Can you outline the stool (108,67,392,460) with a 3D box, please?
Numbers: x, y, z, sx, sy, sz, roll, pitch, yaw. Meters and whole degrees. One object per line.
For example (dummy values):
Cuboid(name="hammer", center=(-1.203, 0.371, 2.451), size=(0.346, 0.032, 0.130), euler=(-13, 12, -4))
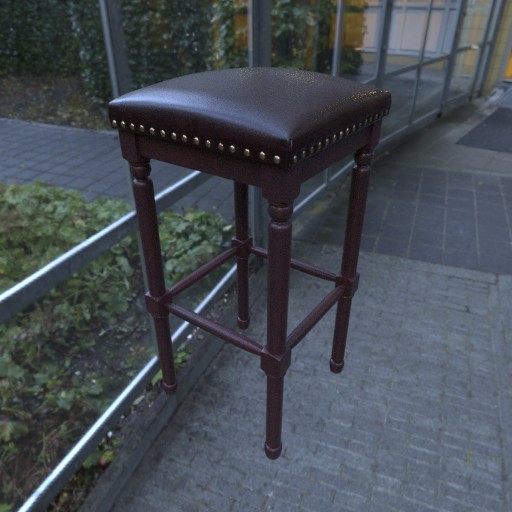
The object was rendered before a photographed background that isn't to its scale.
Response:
Cuboid(name="stool", center=(0.000, 0.000, 0.984), size=(0.383, 0.768, 0.382), euler=(20, 36, 30))
